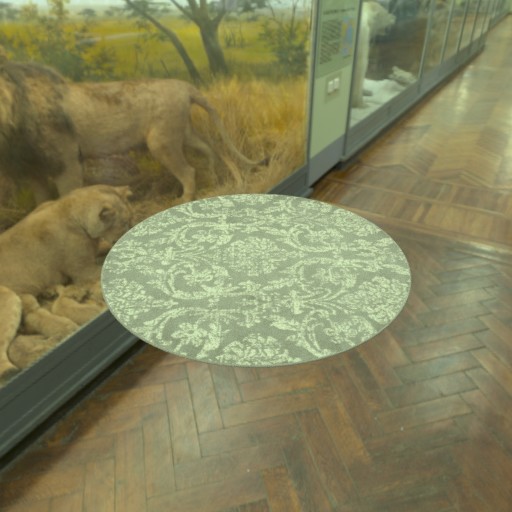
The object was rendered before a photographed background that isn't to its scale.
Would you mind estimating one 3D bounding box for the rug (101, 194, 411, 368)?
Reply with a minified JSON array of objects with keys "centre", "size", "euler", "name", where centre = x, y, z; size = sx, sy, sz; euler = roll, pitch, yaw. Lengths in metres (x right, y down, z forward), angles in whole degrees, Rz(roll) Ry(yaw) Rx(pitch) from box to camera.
[{"centre":[0.000,0.000,2.367],"size":[1.593,0.012,1.593],"euler":[0,32,0],"name":"rug"}]
